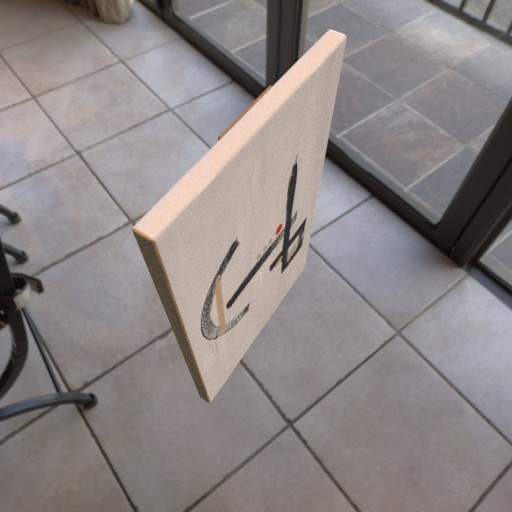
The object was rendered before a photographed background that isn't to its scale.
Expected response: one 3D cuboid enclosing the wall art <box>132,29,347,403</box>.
[{"bbox_3d":[0.000,0.000,1.153,0.048,0.916,0.602,29,62,17],"label":"wall art"}]
